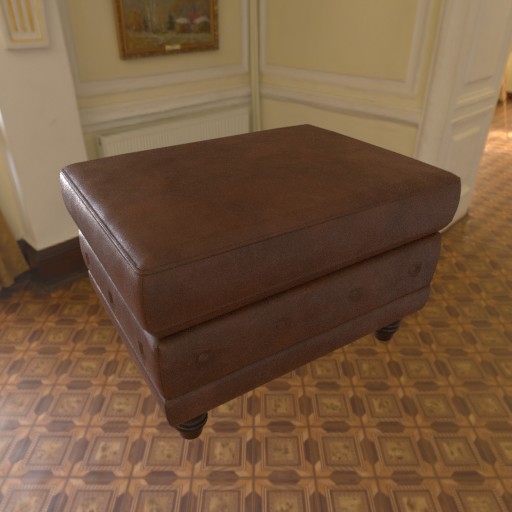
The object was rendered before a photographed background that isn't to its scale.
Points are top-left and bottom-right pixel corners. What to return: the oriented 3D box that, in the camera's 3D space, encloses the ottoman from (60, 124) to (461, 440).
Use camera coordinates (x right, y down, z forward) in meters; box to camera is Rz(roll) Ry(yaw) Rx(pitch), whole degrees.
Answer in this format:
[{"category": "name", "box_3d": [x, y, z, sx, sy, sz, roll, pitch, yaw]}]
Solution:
[{"category": "ottoman", "box_3d": [0.000, 0.000, 1.167, 0.795, 0.509, 0.588, -18, 35, -27]}]
